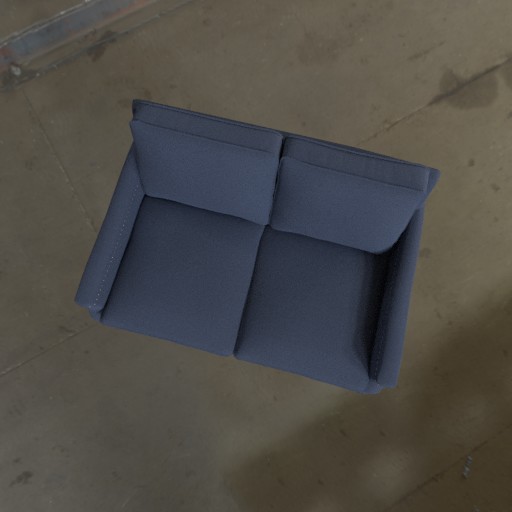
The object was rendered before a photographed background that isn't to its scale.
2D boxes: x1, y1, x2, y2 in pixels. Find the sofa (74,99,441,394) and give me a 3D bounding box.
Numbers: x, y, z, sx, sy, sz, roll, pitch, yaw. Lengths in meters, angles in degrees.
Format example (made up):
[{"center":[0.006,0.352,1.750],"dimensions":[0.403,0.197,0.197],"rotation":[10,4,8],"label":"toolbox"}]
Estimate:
[{"center":[0.000,0.000,2.317],"dimensions":[1.597,1.003,1.084],"rotation":[14,77,3],"label":"sofa"}]
